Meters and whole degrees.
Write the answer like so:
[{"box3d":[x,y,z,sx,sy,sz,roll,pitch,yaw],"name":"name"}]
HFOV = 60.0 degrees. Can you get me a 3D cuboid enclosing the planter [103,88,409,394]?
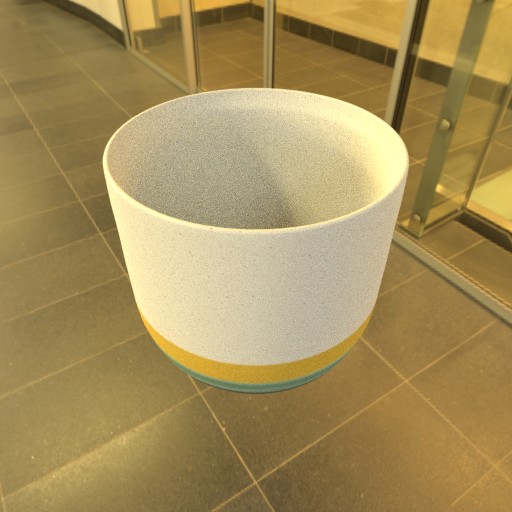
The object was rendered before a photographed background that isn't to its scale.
[{"box3d":[0.000,0.000,0.484,0.268,0.270,0.268,0,41,0],"name":"planter"}]
